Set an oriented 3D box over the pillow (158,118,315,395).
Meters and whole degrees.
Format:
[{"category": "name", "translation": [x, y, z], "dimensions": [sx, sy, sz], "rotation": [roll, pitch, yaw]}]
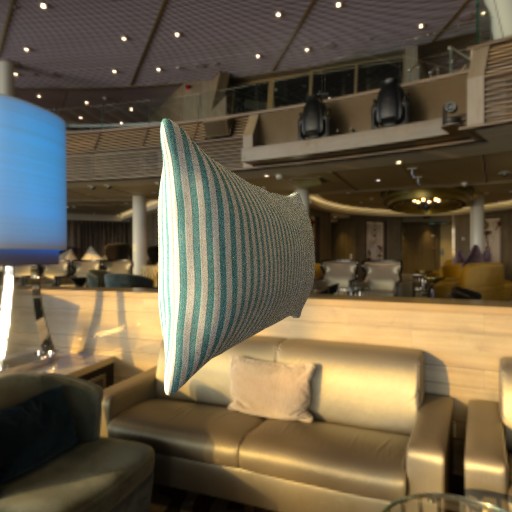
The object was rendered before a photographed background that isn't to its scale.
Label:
[{"category": "pillow", "translation": [0.000, 0.000, 0.756], "dimensions": [0.151, 0.295, 0.617], "rotation": [0, 0, 19]}]
